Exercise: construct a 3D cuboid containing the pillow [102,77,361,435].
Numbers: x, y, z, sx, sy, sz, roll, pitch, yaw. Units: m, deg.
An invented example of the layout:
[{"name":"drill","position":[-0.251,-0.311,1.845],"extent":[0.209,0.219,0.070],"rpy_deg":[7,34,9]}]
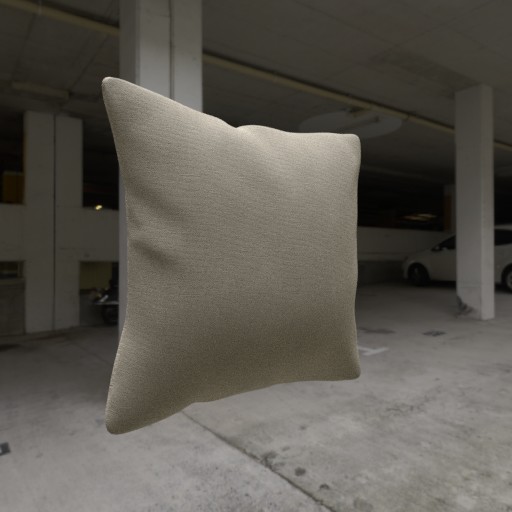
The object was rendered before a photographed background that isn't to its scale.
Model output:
[{"name":"pillow","position":[0.000,0.000,0.640],"extent":[0.437,0.420,0.162],"rpy_deg":[0,0,-35]}]
